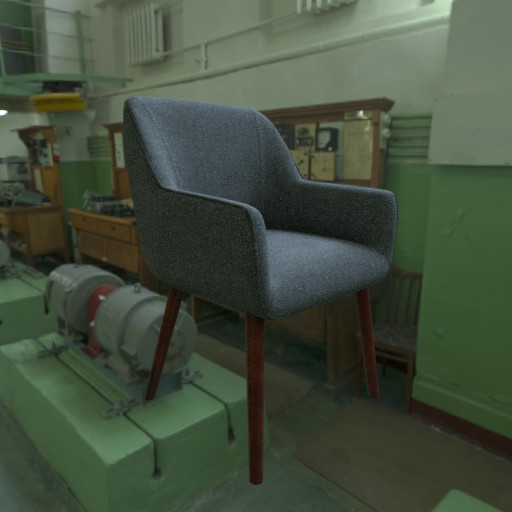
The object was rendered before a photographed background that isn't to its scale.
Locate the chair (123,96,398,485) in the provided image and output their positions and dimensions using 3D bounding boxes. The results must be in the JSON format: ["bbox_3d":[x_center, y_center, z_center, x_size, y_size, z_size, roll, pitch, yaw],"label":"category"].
[{"bbox_3d":[0.000,0.000,1.151,0.519,0.803,0.543,12,17,43],"label":"chair"}]
